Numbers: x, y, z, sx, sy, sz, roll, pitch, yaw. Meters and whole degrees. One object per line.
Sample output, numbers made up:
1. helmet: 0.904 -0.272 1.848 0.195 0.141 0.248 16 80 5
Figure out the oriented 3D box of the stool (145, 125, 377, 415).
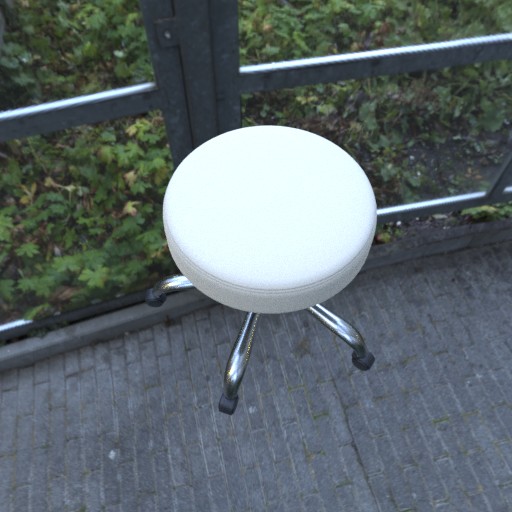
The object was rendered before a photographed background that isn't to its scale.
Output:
1. stool: 0.000 0.000 1.057 0.614 0.482 0.634 0 57 0
